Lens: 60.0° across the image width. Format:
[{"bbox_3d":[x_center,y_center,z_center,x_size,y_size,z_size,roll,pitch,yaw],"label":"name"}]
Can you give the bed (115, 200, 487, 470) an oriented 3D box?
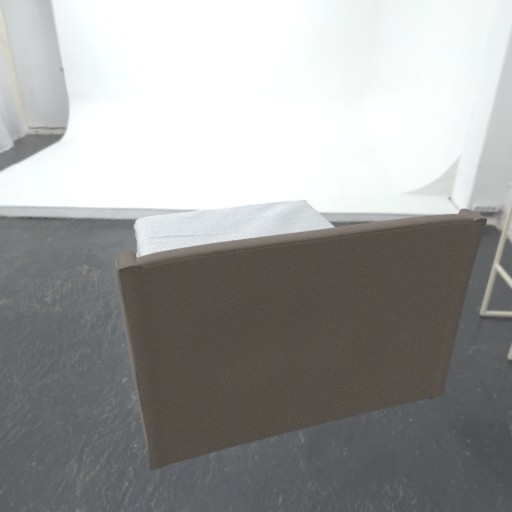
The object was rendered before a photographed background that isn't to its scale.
[{"bbox_3d":[0.000,0.000,3.351,1.925,1.332,2.276,-8,29,-15],"label":"bed"}]
